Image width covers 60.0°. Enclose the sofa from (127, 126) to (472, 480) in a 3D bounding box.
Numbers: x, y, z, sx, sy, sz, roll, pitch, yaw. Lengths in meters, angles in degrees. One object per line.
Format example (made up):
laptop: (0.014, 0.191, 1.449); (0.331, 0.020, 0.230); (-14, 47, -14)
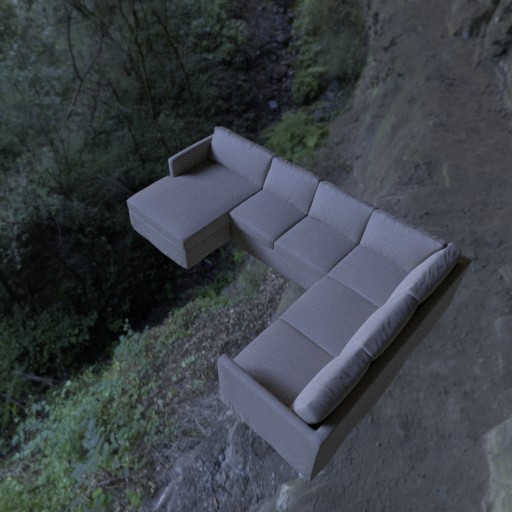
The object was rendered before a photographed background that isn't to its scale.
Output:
sofa: (0.000, 0.000, 4.636); (3.528, 0.878, 2.476); (34, 55, 28)
